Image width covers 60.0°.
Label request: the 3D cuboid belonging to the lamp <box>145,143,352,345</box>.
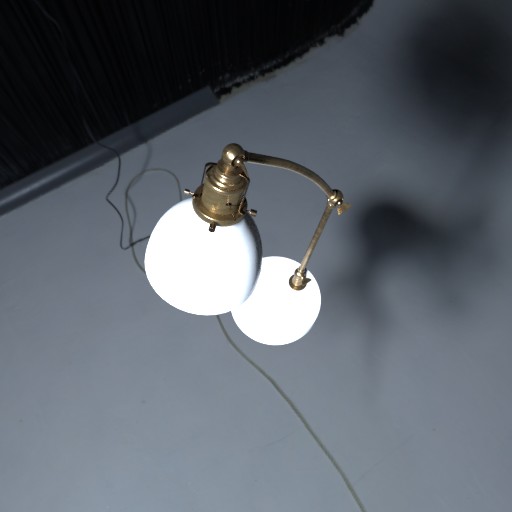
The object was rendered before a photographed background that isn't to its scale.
[{"bbox_3d":[0.000,0.000,0.681,0.317,0.522,0.186,-30,67,-14],"label":"lamp"}]
